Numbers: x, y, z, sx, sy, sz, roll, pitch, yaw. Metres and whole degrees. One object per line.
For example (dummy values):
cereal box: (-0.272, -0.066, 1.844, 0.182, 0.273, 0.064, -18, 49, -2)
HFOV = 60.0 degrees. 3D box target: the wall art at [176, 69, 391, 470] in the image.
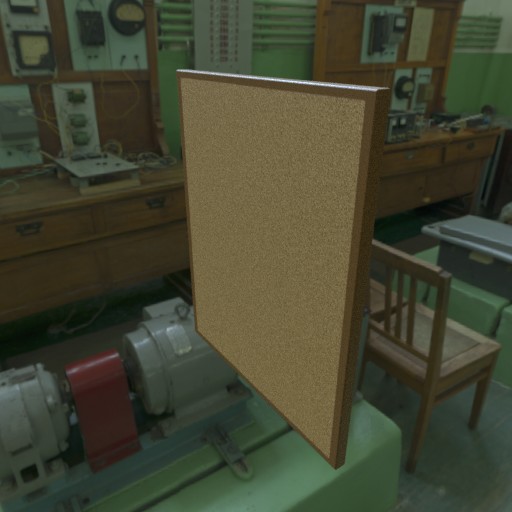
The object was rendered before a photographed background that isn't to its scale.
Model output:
wall art: (0.000, 0.000, 0.731, 0.021, 0.550, 0.449, -17, 30, -32)
